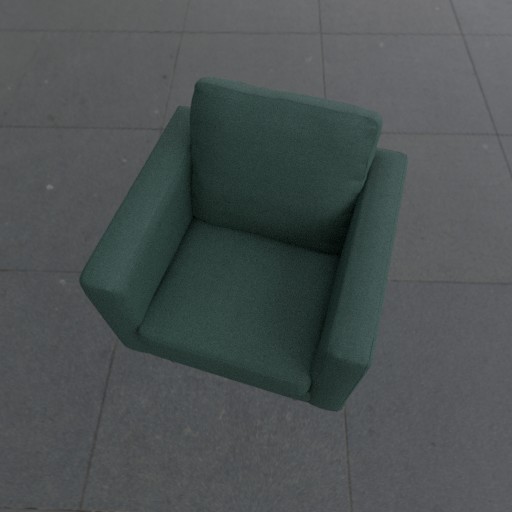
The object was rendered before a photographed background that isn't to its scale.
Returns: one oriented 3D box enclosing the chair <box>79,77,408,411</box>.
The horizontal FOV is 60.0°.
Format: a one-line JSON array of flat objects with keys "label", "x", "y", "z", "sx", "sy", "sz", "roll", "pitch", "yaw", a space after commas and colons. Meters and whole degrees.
[{"label": "chair", "x": 0.000, "y": 0.000, "z": 1.565, "sx": 0.855, "sy": 0.927, "sz": 0.800, "roll": 15, "pitch": 60, "yaw": 9}]
